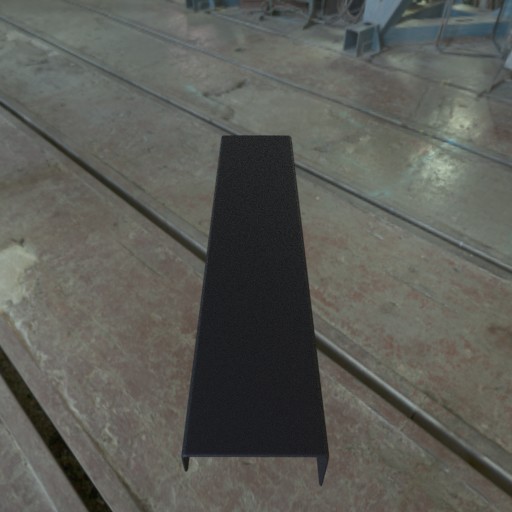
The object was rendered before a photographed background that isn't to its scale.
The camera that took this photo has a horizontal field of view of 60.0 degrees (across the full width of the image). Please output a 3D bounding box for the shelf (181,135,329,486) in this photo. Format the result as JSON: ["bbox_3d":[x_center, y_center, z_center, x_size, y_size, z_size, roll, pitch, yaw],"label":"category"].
[{"bbox_3d":[0.000,0.000,0.484,0.102,0.053,0.456,0,42,0],"label":"shelf"}]
